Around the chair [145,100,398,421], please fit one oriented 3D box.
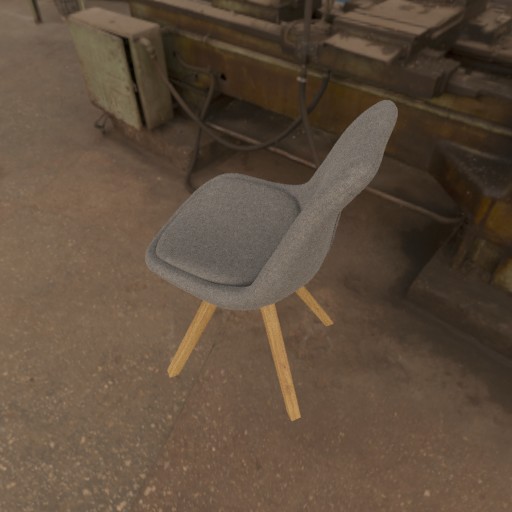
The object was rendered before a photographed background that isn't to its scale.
[{"bbox_3d":[0.000,0.000,1.214,0.550,0.865,0.483,16,47,16],"label":"chair"}]
